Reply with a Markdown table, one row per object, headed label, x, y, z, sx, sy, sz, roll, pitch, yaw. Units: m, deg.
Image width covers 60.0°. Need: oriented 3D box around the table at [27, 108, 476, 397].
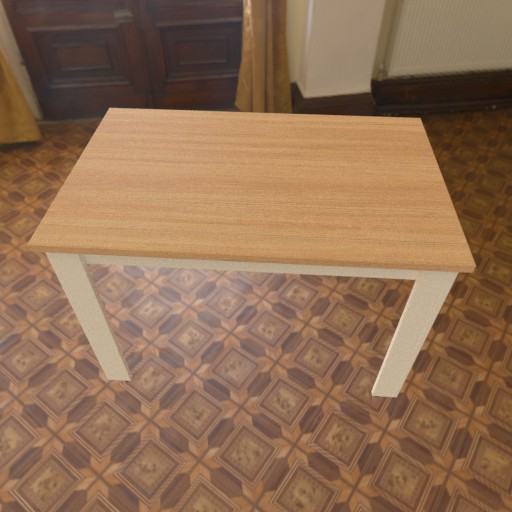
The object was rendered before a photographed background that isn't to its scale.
| label | x | y | z | sx | sy | sz | roll | pitch | yaw |
| --- | --- | --- | --- | --- | --- | --- | --- | --- | --- |
| table | 0.000 | 0.000 | 1.588 | 1.100 | 0.734 | 0.700 | 3 | 46 | 3 |
